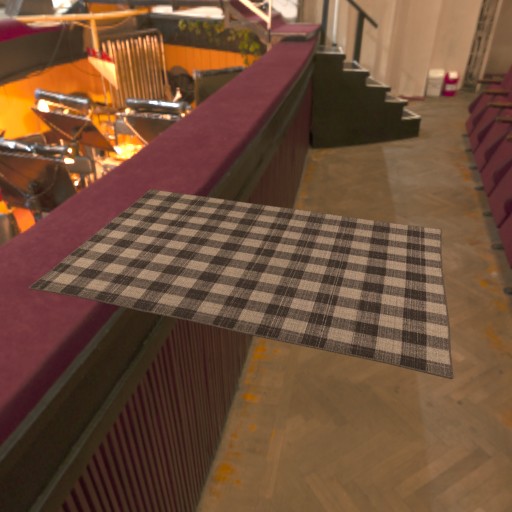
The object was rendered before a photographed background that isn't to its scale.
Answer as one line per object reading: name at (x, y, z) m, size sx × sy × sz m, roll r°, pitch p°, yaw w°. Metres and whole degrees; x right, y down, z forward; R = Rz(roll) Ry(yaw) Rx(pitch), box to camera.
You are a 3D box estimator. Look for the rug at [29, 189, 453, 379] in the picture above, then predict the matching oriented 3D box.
rug at (0.000, 0.000, 3.055) m, size 2.476 × 0.011 × 1.554 m, roll 10°, pitch 34°, yaw 15°
